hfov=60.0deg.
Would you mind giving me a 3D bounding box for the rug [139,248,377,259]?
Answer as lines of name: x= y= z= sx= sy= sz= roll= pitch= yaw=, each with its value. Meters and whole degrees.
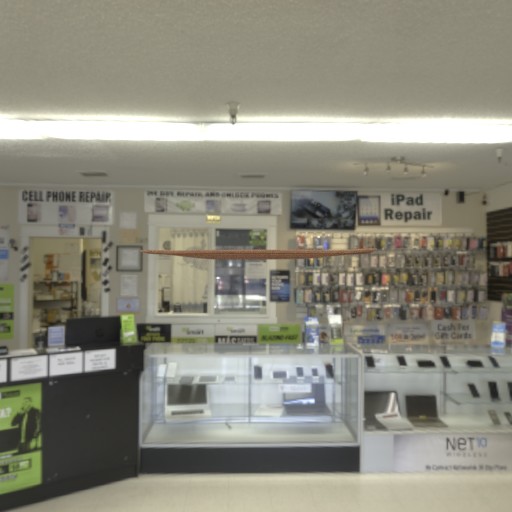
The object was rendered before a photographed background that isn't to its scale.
rug: x=0.000 y=0.000 z=2.693 sx=0.799 sy=0.030 sz=2.444 roll=0 pitch=-1 yaw=0
